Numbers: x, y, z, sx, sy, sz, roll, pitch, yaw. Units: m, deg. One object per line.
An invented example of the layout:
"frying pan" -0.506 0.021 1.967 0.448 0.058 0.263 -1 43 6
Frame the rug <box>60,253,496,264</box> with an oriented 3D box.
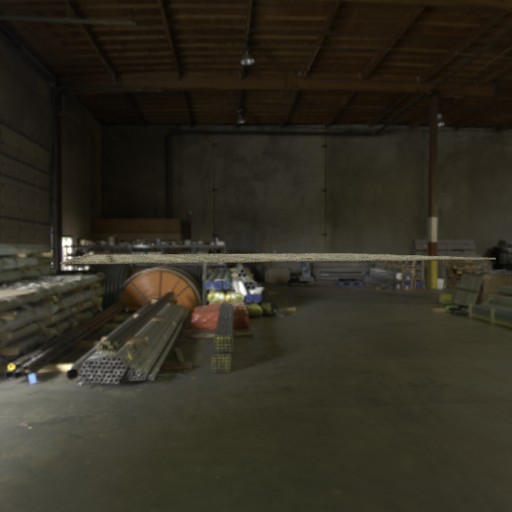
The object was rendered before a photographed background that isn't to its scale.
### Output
"rug" 0.000 0.000 3.244 2.455 0.025 1.964 0 1 -18
